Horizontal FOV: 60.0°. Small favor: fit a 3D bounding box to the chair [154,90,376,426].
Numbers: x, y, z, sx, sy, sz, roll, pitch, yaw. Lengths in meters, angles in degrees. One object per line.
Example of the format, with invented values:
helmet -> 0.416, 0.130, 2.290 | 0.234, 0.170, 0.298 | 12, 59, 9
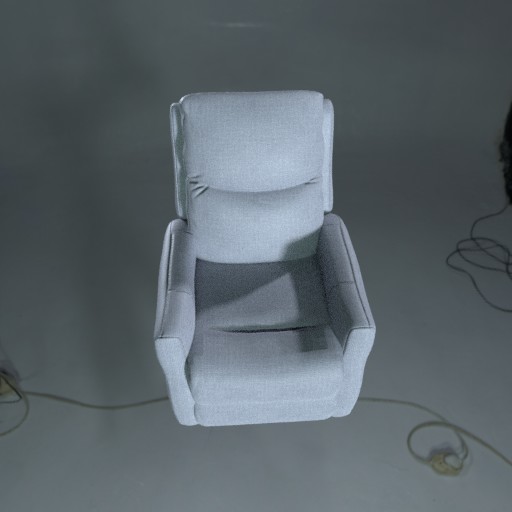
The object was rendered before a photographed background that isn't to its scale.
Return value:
chair -> 0.000, 0.000, 1.826 | 0.829, 1.030, 1.080 | -2, 46, -2
